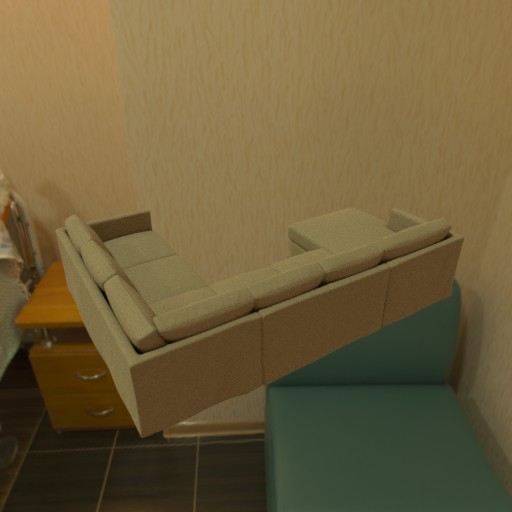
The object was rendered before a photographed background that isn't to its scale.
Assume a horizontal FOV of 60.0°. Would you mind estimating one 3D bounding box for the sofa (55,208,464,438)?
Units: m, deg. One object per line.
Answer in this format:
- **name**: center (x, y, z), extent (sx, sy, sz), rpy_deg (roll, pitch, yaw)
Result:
- **sofa**: center (0.000, 0.000, 4.671), extent (3.528, 0.878, 2.476), rpy_deg (-17, 34, -28)
